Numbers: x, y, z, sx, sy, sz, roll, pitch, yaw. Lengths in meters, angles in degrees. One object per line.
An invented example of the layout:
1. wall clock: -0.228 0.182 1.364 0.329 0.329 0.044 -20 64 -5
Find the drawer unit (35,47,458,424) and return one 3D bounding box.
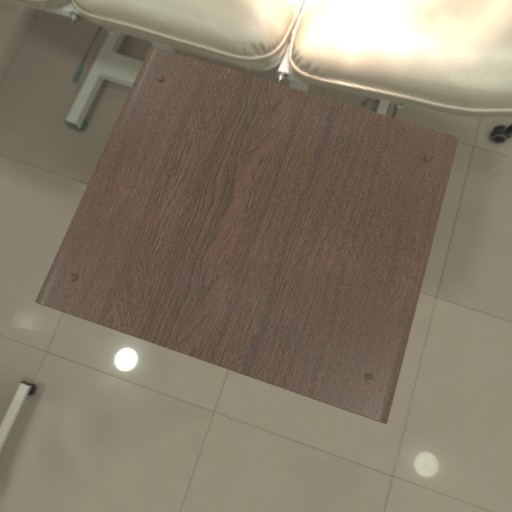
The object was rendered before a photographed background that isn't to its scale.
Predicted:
1. drawer unit: 0.000 0.000 0.595 0.344 0.344 0.290 18 77 4
